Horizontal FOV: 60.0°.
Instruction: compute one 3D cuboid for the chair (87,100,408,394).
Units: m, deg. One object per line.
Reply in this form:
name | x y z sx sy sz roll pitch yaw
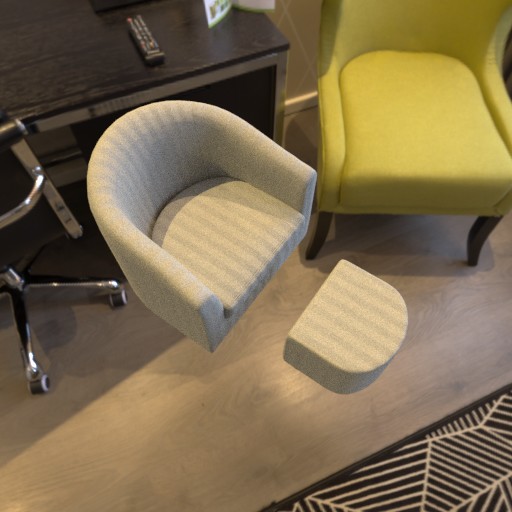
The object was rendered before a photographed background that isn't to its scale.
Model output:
chair | 0.000 0.000 1.777 1.288 0.757 0.756 31 63 18
